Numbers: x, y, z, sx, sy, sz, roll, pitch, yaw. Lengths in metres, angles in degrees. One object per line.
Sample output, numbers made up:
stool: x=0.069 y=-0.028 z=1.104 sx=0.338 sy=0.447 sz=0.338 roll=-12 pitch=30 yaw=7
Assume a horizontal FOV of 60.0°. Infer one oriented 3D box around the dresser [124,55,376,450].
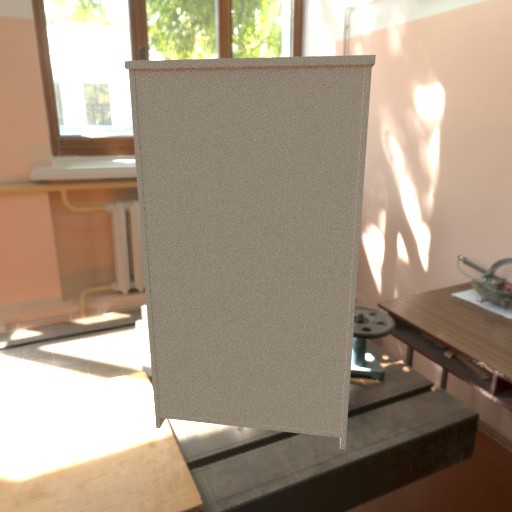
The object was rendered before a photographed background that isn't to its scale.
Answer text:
dresser: x=0.000 y=0.000 z=1.587 sx=0.704 sy=1.255 sz=0.399 roll=3 pitch=17 yaw=9
